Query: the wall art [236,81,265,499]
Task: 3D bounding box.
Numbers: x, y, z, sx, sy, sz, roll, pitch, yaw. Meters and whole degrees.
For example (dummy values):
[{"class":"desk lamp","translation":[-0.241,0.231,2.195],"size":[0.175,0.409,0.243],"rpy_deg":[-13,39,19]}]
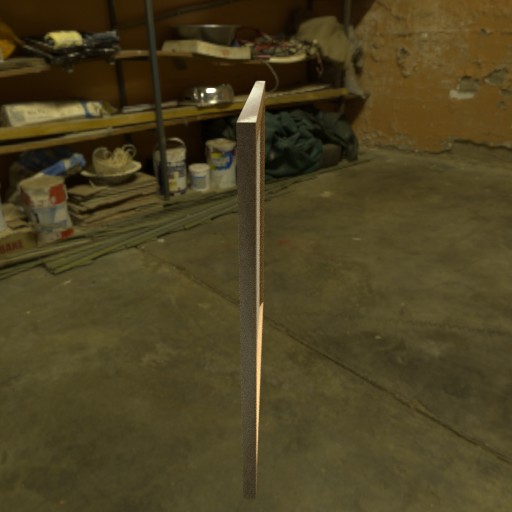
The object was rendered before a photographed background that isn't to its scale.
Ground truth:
[{"class":"wall art","translation":[0.000,0.000,1.107],"size":[0.027,0.762,0.762],"rpy_deg":[1,25,2]}]
